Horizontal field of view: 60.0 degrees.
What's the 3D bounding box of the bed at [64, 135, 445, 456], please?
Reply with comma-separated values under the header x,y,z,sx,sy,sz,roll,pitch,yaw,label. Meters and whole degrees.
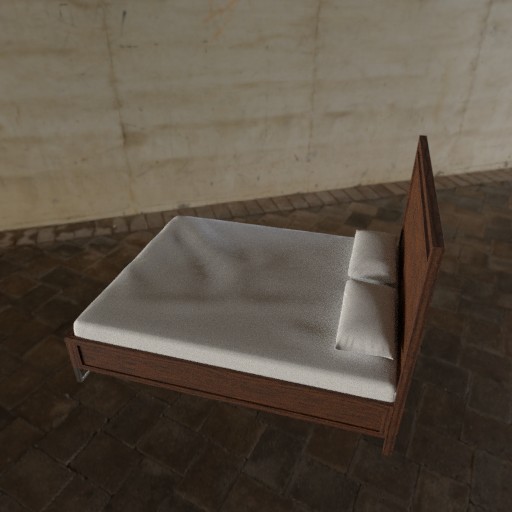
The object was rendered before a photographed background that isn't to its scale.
x,y,z,sx,sy,sz,roll,pitch,yaw,label
0.000,0.000,3.310,2.218,1.487,1.765,8,33,13,bed
